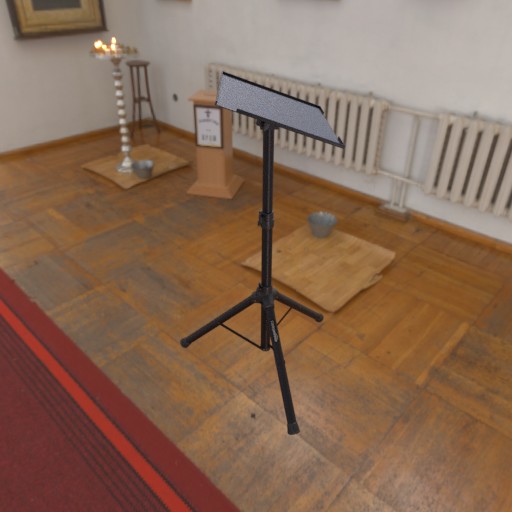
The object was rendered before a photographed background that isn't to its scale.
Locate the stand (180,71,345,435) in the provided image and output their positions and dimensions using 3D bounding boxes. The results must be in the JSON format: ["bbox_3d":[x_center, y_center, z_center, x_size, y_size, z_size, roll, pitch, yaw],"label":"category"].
[{"bbox_3d":[0.000,0.000,1.651,0.702,1.198,0.702,-1,32,-1],"label":"stand"}]
